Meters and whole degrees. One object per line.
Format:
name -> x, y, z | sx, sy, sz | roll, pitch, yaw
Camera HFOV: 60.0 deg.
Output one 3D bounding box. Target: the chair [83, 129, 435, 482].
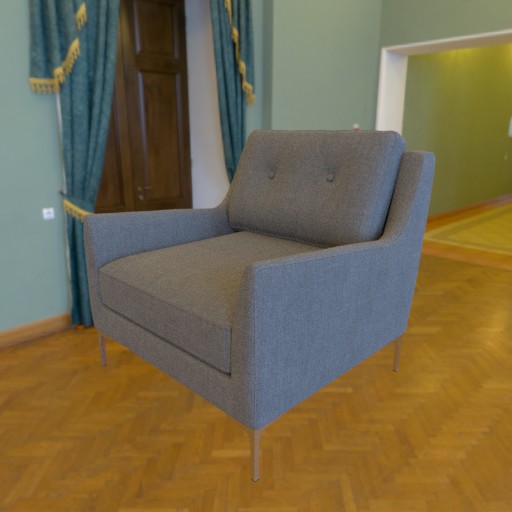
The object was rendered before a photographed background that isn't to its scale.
chair -> 0.000, 0.000, 1.516 | 0.847, 0.828, 0.849 | 15, 22, 42
